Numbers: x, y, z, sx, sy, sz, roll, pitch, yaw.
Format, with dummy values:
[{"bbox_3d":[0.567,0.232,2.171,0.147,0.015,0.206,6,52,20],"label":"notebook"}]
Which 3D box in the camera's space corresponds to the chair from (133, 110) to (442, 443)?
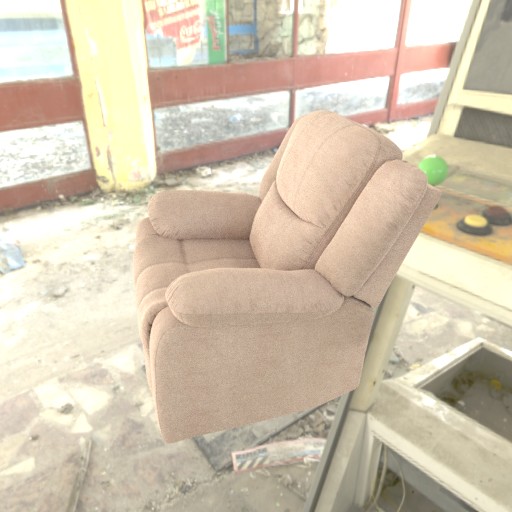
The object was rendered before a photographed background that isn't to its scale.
[{"bbox_3d":[0.000,0.000,1.720,0.944,1.008,0.899,-8,31,-14],"label":"chair"}]
